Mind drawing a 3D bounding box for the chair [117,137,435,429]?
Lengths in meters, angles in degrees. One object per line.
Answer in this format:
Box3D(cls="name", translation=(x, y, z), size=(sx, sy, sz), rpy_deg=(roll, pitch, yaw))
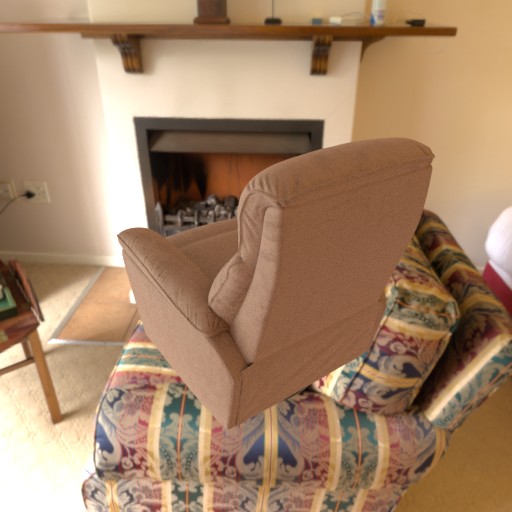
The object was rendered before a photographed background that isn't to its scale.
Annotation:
Box3D(cls="chair", translation=(0.000, 0.000, 1.705), size=(0.820, 1.037, 1.004), rpy_deg=(-19, 35, -30))
